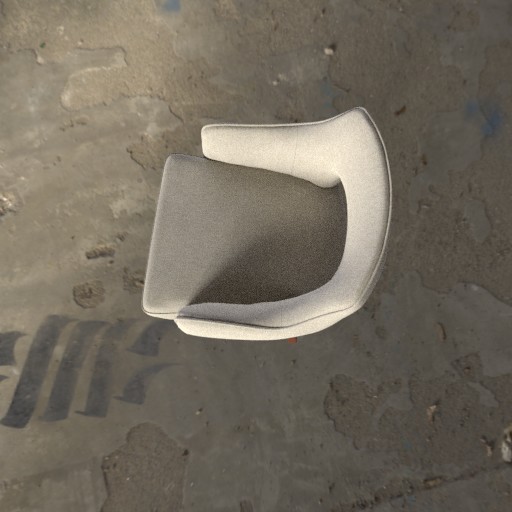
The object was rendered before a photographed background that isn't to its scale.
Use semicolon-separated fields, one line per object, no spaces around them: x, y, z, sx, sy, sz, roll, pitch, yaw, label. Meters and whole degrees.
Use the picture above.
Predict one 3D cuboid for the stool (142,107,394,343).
0.000;0.000;1.371;0.560;1.041;0.550;5;75;1;stool
